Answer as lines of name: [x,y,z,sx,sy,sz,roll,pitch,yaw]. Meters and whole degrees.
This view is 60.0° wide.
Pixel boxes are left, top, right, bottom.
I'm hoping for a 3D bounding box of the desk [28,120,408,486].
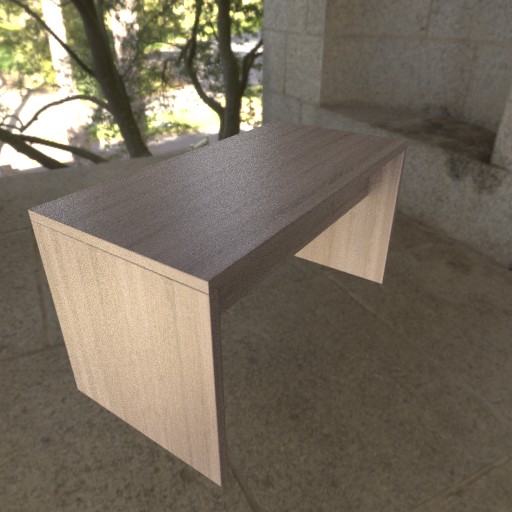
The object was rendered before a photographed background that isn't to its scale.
desk: [0.000,0.000,1.820,0.690,0.745,1.380,19,35,29]
